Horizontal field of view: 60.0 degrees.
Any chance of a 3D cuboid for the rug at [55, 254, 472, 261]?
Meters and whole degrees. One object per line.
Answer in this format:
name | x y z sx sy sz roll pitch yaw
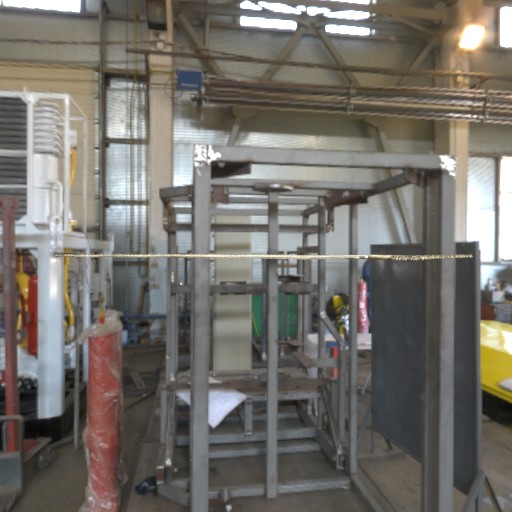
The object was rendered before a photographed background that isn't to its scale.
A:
rug | 0.000 0.000 3.012 2.431 0.025 1.530 0 1 36
